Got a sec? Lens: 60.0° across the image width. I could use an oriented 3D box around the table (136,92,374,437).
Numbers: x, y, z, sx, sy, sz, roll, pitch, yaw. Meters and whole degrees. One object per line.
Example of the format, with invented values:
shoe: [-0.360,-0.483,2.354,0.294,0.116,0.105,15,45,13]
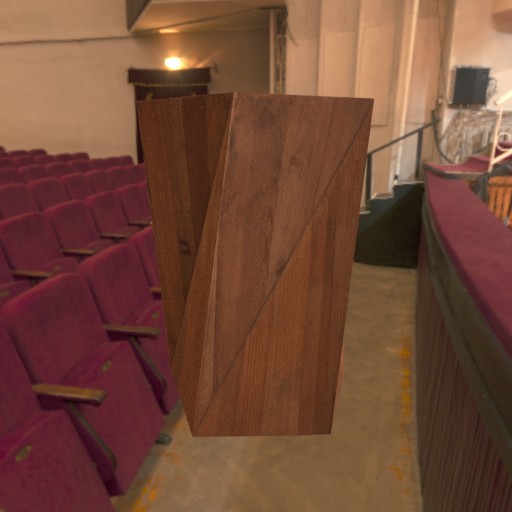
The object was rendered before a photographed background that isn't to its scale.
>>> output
table: [0.000,0.000,0.919,0.425,0.604,0.441,3,16,10]
